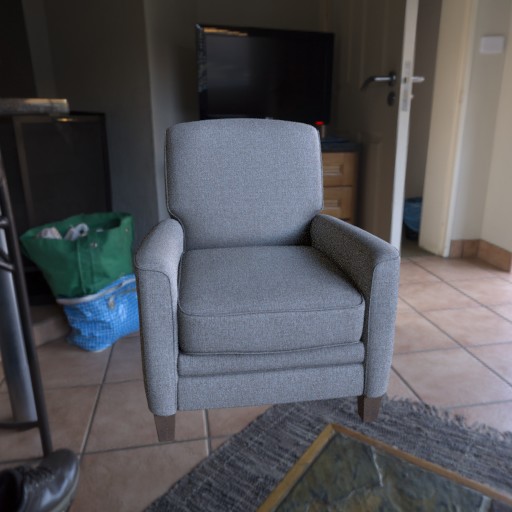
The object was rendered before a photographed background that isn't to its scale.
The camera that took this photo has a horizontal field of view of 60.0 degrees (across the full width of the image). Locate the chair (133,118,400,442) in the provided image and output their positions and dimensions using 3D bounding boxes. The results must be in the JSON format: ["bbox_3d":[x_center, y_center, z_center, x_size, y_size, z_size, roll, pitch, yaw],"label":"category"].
[{"bbox_3d":[0.000,0.000,1.698,0.848,1.014,0.864,-2,17,-8],"label":"chair"}]
